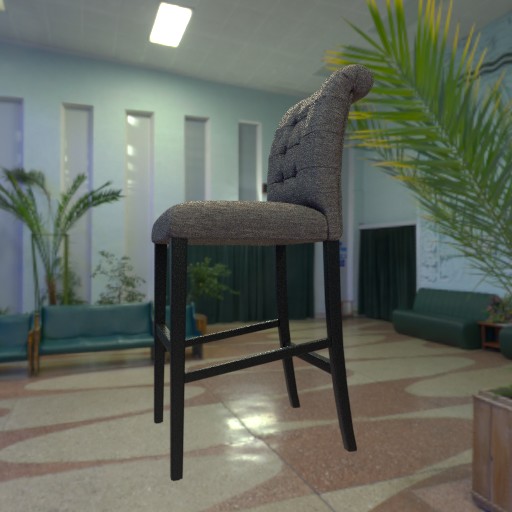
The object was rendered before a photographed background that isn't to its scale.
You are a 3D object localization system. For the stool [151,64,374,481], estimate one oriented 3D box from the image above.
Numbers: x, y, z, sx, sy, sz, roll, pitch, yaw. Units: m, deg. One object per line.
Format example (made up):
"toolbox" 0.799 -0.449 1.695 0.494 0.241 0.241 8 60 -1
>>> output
"stool" 0.000 0.000 1.406 0.613 1.131 0.452 0 -1 -19
